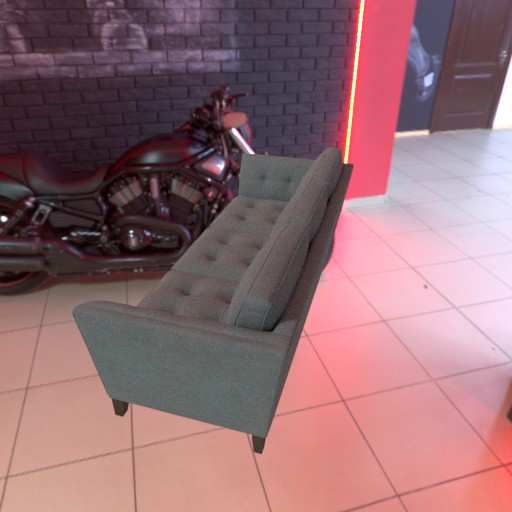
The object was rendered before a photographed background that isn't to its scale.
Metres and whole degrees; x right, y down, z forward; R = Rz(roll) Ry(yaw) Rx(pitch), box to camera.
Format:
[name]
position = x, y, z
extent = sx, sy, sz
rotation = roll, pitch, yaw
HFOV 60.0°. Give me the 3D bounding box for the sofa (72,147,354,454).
[sofa]
position = 0.000, 0.000, 2.940
extent = 0.965, 0.940, 2.387
rotation = 9, 31, 15
